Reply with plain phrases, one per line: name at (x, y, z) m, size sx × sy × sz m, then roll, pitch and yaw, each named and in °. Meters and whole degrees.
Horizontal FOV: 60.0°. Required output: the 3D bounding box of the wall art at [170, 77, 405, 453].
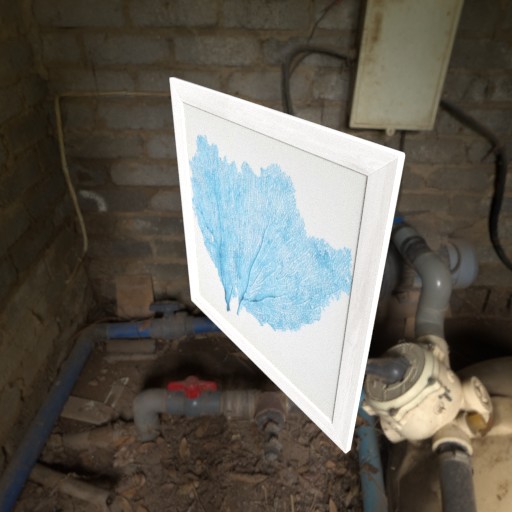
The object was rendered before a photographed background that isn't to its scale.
wall art at (0.000, 0.000, 0.881) m, size 0.013 × 0.584 × 0.584 m, roll -22°, pitch 38°, yaw -30°
